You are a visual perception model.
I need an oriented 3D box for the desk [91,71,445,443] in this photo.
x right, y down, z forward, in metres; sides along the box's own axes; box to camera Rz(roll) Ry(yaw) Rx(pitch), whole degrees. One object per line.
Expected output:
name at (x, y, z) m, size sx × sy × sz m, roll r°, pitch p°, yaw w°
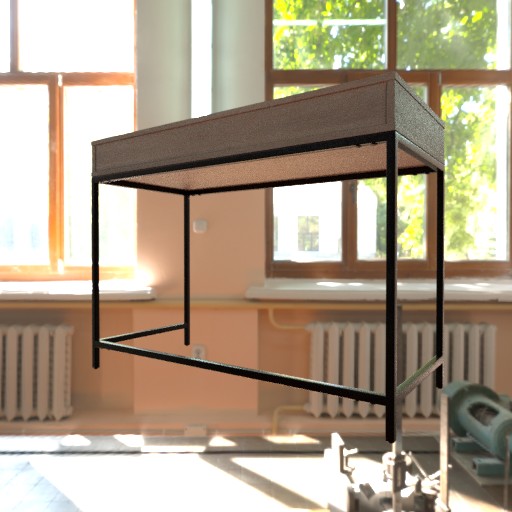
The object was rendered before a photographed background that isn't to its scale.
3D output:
desk at (0.000, 0.000, 1.386) m, size 1.016 × 0.762 × 0.470 m, roll 1°, pitch 1°, yaw 35°
